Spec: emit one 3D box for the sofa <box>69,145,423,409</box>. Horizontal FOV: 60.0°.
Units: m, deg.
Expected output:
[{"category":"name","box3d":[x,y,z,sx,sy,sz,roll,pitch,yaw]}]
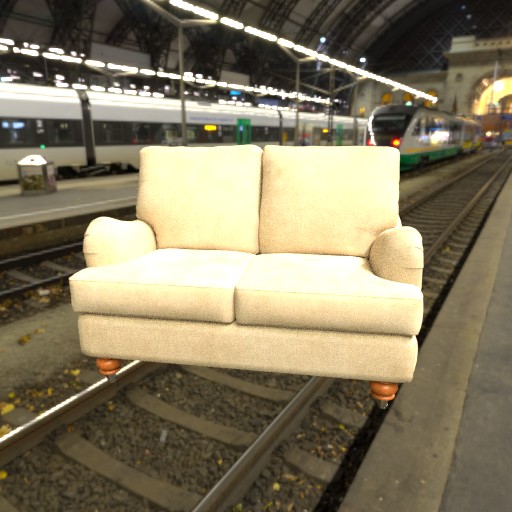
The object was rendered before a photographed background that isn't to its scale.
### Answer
[{"category":"sofa","box3d":[0.000,0.000,2.251,1.498,1.087,1.086,3,15,9]}]
